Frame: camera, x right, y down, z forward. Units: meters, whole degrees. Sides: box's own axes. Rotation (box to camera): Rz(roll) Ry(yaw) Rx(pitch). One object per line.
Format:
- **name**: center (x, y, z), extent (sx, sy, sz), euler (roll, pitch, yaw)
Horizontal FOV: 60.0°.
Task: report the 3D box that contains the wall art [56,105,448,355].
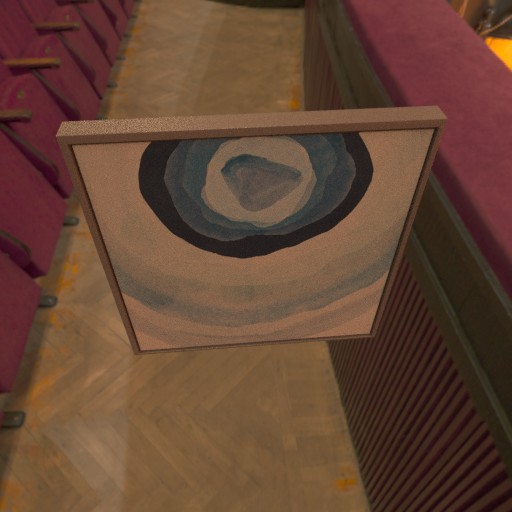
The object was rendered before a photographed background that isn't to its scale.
- **wall art**: center (0.000, 0.000, 0.525), extent (0.349, 0.349, 0.028), euler (-4, 46, -4)
